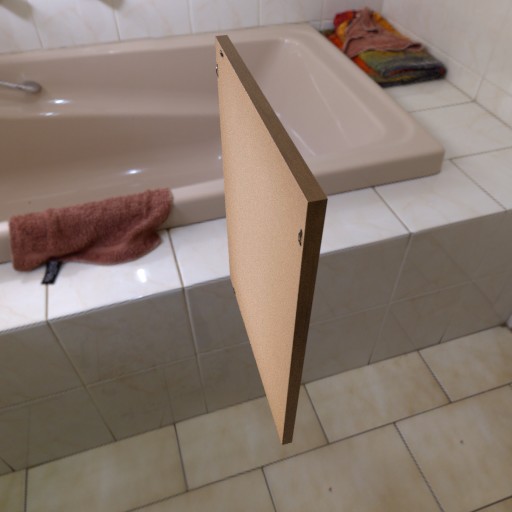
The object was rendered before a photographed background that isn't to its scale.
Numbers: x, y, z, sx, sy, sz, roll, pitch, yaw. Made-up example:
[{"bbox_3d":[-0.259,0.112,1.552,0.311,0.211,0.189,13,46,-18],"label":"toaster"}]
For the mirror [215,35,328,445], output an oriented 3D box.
[{"bbox_3d":[0.000,0.000,1.349,0.040,1.016,0.762,-11,47,-11],"label":"mirror"}]
